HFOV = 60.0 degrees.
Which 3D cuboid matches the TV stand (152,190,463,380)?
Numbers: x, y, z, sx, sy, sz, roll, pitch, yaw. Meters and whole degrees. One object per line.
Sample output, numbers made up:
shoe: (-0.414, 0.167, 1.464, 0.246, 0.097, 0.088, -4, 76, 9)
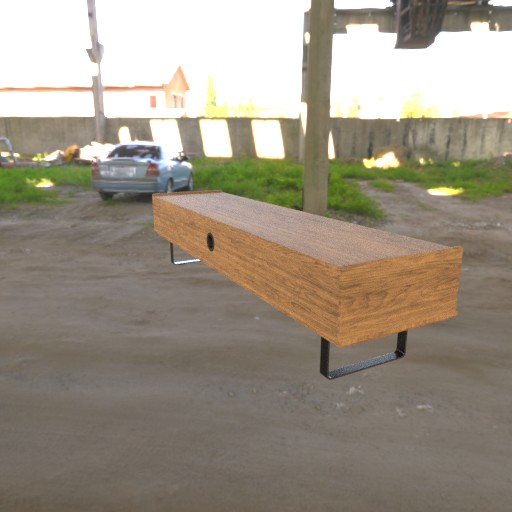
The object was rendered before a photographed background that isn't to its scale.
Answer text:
TV stand: (0.000, 0.000, 2.043, 0.467, 0.415, 1.796, -8, 16, -27)
